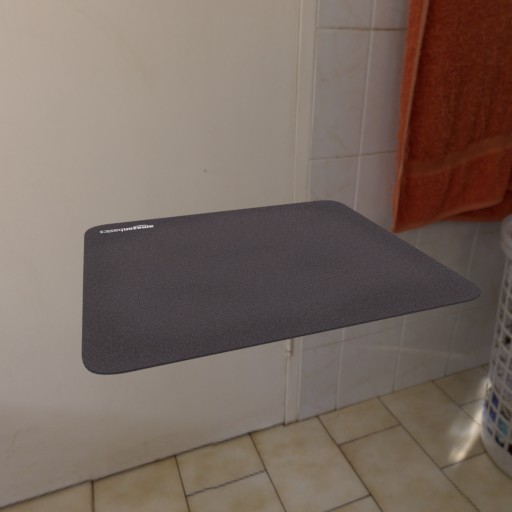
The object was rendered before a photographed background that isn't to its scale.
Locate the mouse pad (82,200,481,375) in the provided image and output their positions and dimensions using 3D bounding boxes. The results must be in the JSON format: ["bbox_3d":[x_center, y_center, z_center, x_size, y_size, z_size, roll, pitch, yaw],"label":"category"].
[{"bbox_3d":[0.000,0.000,0.428,0.315,0.002,0.269,-8,26,-17],"label":"mouse pad"}]
